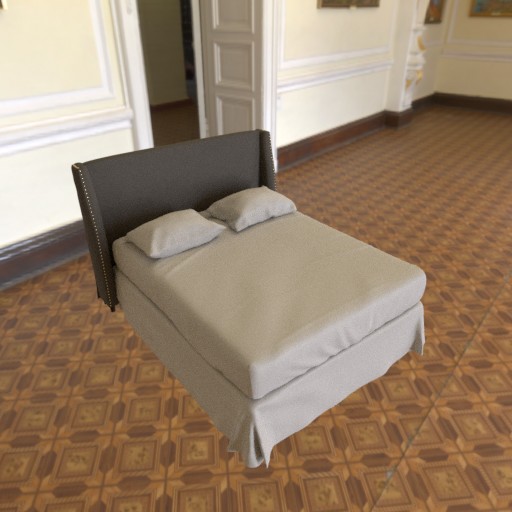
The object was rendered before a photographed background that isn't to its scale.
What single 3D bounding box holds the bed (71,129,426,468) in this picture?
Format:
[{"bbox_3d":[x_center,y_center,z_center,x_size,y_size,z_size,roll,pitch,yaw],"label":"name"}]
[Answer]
[{"bbox_3d":[0.000,0.000,3.489,1.925,1.332,2.276,-21,35,-33],"label":"bed"}]
